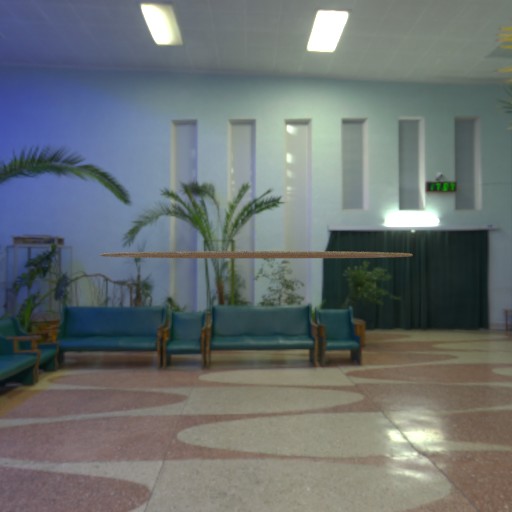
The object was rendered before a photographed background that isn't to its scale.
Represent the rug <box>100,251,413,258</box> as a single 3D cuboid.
[{"bbox_3d":[0.000,0.000,3.674,2.444,0.015,2.444,0,-1,0],"label":"rug"}]
